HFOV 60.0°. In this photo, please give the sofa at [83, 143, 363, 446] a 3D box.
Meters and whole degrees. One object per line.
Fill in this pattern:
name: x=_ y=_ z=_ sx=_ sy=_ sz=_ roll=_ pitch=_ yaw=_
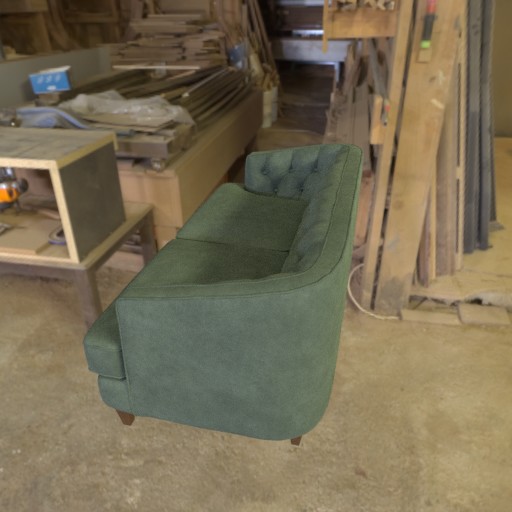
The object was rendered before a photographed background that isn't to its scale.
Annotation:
sofa: x=0.000 y=0.000 z=2.261 sx=0.941 sy=0.855 sz=1.733 roll=7 pitch=31 yaw=13
